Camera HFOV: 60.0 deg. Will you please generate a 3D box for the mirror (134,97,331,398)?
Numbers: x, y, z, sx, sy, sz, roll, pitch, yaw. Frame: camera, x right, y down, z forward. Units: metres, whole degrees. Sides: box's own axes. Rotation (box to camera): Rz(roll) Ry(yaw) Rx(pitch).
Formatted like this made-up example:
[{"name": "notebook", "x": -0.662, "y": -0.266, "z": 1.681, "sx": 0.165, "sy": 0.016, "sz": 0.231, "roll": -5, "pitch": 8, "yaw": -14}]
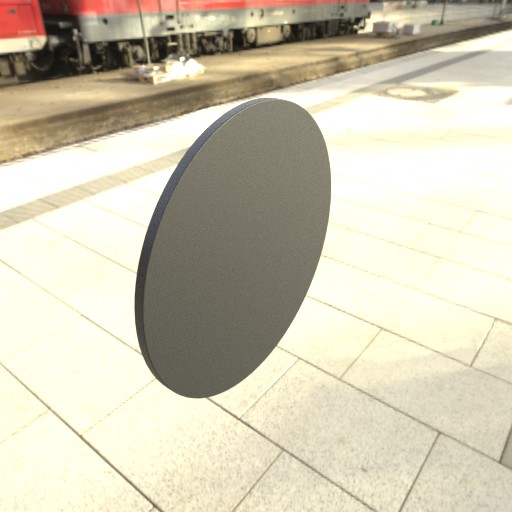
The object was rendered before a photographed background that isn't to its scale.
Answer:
[{"name": "mirror", "x": 0.000, "y": 0.000, "z": 1.595, "sx": 0.036, "sy": 1.077, "sz": 1.077, "roll": 21, "pitch": 37, "yaw": 30}]
